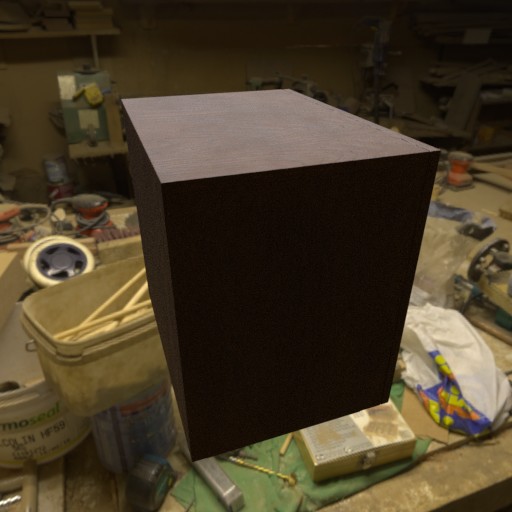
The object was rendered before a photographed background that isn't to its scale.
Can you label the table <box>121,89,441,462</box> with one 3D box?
[{"bbox_3d":[0.000,0.000,0.963,0.439,0.585,0.560,-10,31,-17],"label":"table"}]
